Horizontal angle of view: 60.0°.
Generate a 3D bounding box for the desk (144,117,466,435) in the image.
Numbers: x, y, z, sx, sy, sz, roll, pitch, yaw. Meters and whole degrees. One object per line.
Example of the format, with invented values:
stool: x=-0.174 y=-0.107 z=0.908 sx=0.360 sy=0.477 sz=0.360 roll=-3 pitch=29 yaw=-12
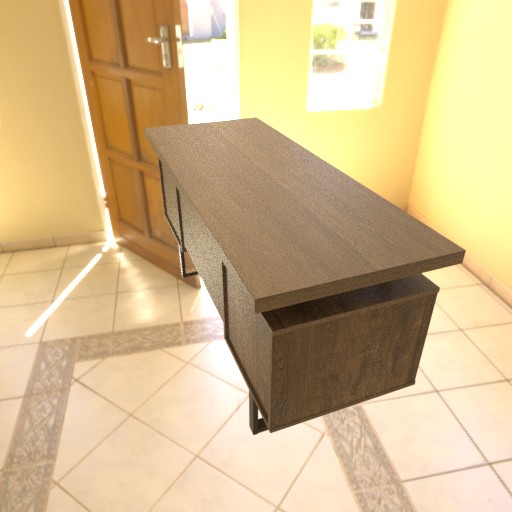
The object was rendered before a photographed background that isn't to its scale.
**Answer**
desk: x=0.000 y=0.000 z=1.884 sx=0.600 sy=0.760 sz=1.524 roll=-11 pitch=33 yaw=-18
